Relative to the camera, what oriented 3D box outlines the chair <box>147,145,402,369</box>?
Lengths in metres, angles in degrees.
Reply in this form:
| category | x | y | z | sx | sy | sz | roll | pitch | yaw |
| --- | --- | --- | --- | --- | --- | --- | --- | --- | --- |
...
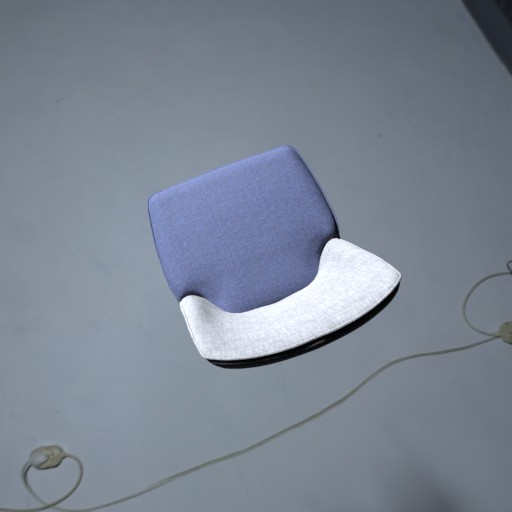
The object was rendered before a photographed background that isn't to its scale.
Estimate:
| category | x | y | z | sx | sy | sz | roll | pitch | yaw |
| --- | --- | --- | --- | --- | --- | --- | --- | --- | --- |
| chair | 0.000 | 0.000 | 1.177 | 0.488 | 0.855 | 0.550 | -21 | 77 | -5 |
